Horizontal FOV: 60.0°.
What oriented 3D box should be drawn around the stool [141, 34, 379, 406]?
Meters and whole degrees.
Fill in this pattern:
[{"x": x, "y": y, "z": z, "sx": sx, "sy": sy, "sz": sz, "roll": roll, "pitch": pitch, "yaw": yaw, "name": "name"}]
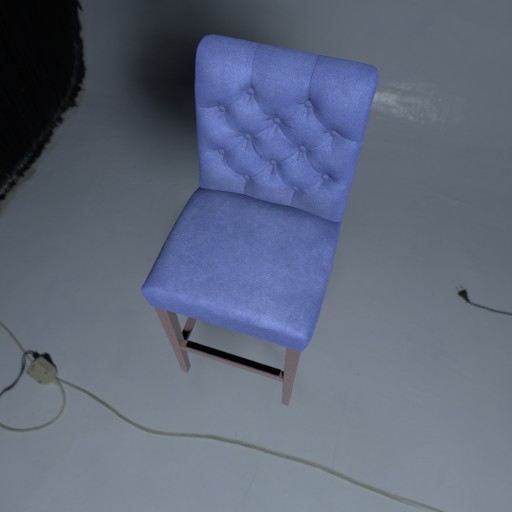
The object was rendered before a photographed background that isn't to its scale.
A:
[{"x": 0.000, "y": 0.000, "z": 1.449, "sx": 0.493, "sy": 1.140, "sz": 0.601, "roll": 15, "pitch": 59, "yaw": 9, "name": "stool"}]
